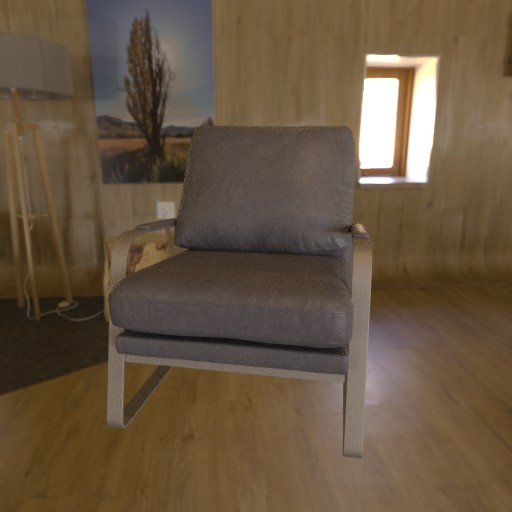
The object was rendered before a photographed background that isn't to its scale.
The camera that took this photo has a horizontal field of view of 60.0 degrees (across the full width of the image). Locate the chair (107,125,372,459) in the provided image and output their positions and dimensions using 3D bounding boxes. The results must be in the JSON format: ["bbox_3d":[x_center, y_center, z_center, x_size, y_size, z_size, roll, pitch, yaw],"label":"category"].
[{"bbox_3d":[0.000,0.000,1.444,0.692,0.839,0.878,3,15,11],"label":"chair"}]
